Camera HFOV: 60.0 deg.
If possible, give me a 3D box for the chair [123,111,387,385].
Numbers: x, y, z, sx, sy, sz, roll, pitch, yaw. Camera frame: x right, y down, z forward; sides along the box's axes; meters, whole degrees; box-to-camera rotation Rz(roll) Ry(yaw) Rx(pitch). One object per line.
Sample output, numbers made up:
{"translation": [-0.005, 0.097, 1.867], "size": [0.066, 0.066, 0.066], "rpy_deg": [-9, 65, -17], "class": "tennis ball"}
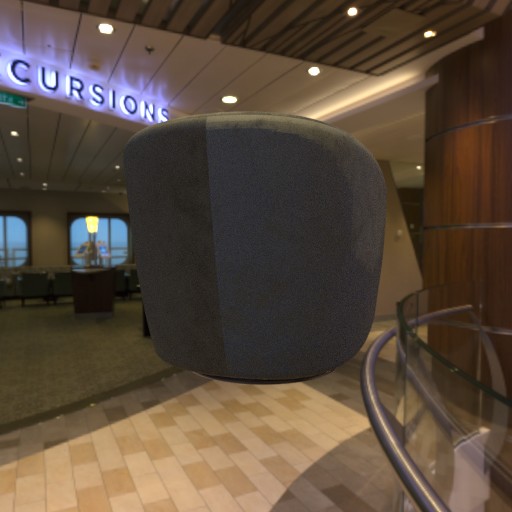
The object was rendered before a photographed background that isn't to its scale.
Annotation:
{"translation": [0.000, 0.000, 1.387], "size": [0.773, 0.698, 0.767], "rpy_deg": [1, 2, 17], "class": "chair"}
